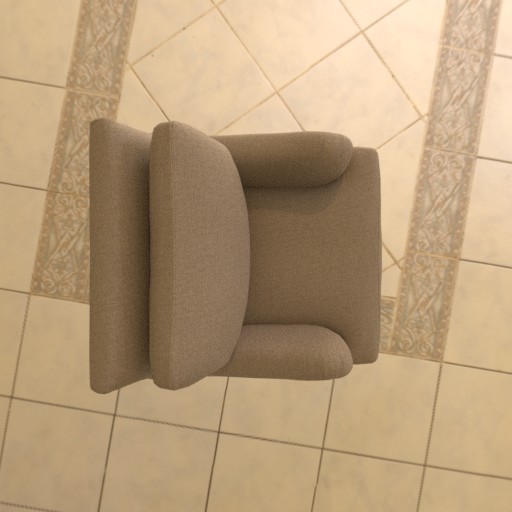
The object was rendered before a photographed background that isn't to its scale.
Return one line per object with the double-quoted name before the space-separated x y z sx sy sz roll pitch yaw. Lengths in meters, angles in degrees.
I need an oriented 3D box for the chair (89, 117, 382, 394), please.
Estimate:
"chair" 0.000 0.000 1.859 1.070 1.038 0.955 0 90 -1
